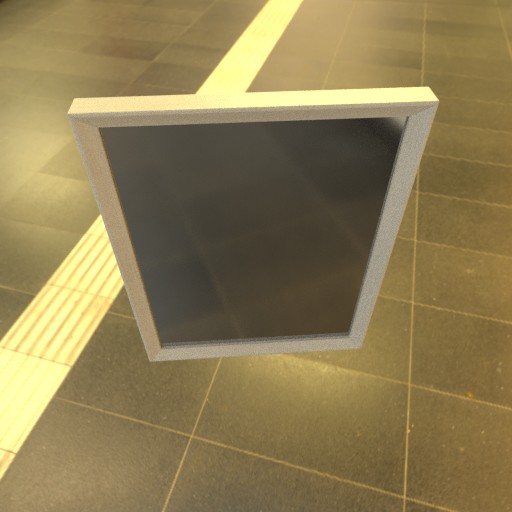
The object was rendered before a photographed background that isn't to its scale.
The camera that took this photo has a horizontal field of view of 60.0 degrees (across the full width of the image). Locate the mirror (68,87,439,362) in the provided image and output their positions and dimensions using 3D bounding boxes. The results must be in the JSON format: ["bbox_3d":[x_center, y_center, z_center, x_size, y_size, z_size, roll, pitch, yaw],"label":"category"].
[{"bbox_3d":[0.000,0.000,0.679,0.406,0.509,0.041,-3,46,-3],"label":"mirror"}]
